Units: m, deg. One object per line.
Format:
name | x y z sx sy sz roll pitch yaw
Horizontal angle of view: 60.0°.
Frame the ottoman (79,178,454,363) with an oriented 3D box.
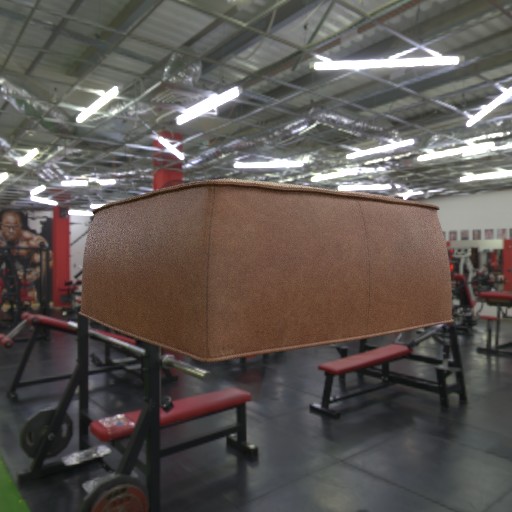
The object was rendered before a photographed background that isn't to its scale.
ottoman | 0.000 0.000 1.411 0.902 0.395 0.901 0 0 -37
